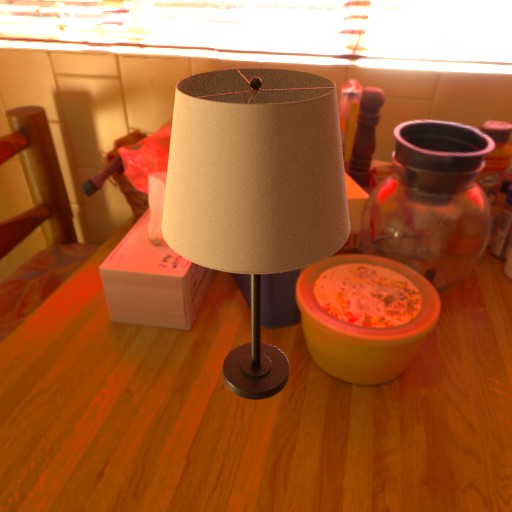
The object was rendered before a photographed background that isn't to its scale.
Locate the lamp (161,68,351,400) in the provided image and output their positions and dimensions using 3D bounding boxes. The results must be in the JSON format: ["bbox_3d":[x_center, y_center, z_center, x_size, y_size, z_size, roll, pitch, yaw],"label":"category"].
[{"bbox_3d":[0.000,0.000,0.911,0.363,0.696,0.363,0,33,0],"label":"lamp"}]
